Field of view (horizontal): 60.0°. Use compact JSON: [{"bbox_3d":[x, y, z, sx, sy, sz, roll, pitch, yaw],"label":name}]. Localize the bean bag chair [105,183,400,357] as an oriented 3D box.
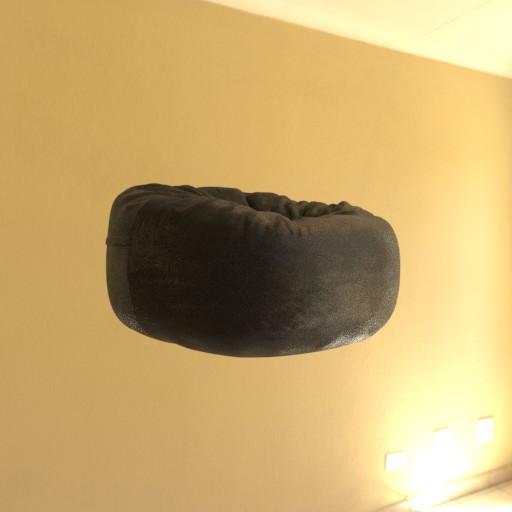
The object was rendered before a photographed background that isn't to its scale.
[{"bbox_3d":[0.000,0.000,2.465,1.524,0.878,1.524,-1,2,-36],"label":"bean bag chair"}]
